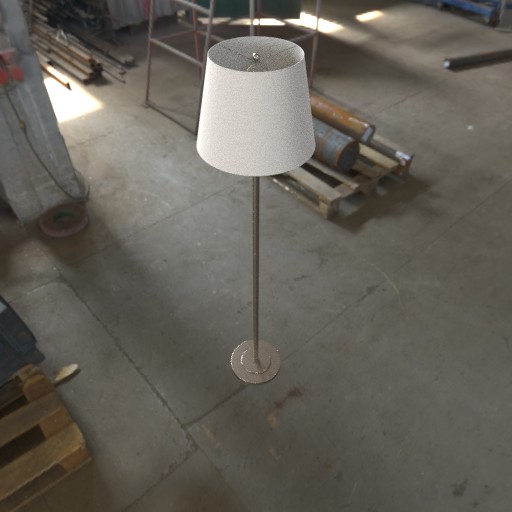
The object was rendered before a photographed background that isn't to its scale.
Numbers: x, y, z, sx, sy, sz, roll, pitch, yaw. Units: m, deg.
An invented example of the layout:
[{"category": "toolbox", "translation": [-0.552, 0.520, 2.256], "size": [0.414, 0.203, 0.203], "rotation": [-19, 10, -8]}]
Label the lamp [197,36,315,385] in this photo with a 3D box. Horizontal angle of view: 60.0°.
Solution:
[{"category": "lamp", "translation": [0.000, 0.000, 1.666], "size": [0.355, 1.473, 0.355], "rotation": [0, 44, 0]}]
